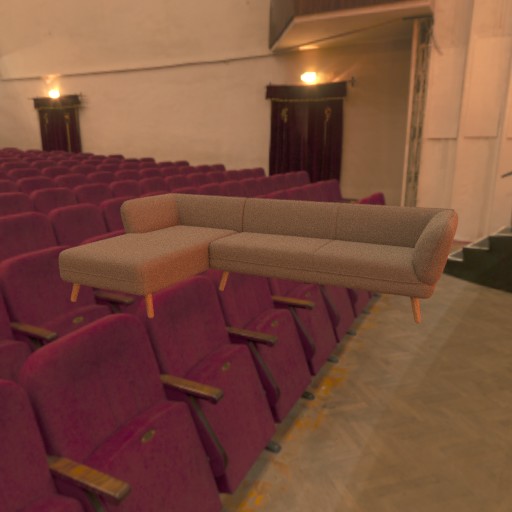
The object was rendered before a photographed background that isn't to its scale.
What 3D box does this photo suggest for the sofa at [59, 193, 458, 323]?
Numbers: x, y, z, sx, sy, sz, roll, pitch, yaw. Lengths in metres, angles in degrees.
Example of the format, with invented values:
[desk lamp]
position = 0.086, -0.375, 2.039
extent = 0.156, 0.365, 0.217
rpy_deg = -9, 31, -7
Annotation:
[sofa]
position = 0.000, 0.000, 3.314
extent = 2.653, 0.693, 1.532
rpy_deg = 7, 16, 26
